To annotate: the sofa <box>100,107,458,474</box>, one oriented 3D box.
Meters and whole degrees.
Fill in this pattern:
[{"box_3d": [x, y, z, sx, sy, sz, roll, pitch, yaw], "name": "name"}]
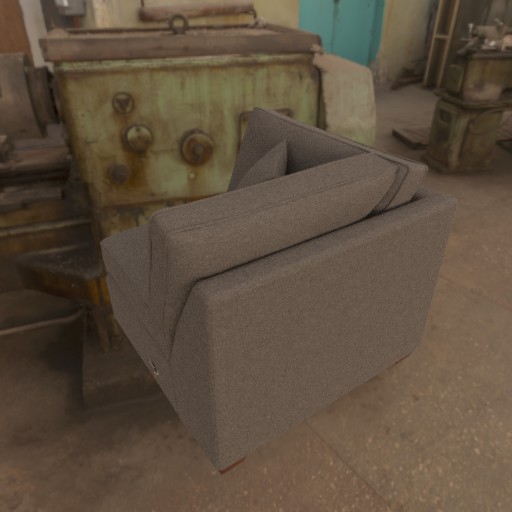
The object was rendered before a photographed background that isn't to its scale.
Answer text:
[{"box_3d": [0.000, 0.000, 1.940, 1.146, 1.002, 1.084, -20, 37, -29], "name": "sofa"}]
